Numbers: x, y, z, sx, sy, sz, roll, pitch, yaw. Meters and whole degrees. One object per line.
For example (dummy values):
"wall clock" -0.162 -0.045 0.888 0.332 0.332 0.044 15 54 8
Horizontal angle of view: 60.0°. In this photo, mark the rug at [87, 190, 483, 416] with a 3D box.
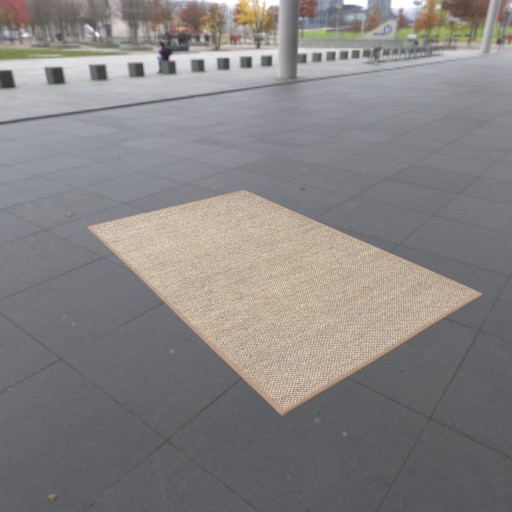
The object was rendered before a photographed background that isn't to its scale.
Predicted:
"rug" 0.000 0.000 2.100 1.061 0.012 1.668 -19 32 -32
